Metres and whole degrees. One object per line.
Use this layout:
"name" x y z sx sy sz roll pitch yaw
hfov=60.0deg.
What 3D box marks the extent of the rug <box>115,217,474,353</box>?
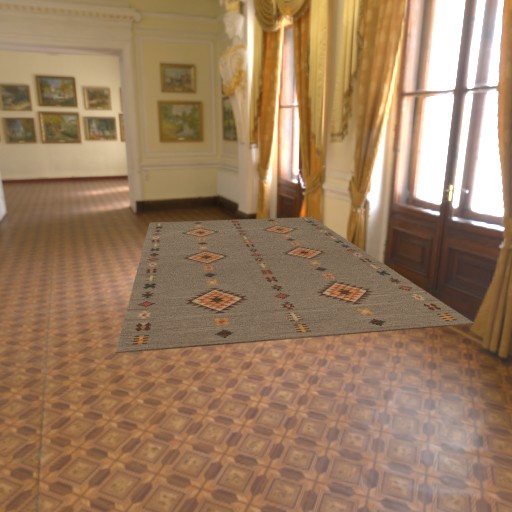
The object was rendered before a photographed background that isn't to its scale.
"rug" 0.000 0.000 2.962 1.515 0.007 2.427 -3 16 -10
